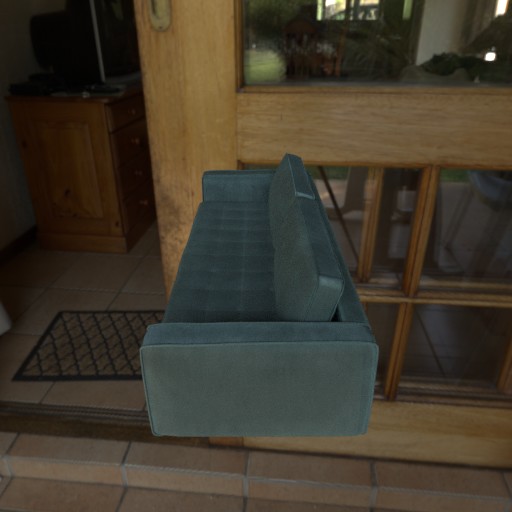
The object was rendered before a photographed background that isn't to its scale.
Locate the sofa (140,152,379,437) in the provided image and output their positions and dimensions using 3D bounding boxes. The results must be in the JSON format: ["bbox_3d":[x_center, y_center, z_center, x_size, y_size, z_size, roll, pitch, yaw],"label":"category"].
[{"bbox_3d":[0.000,0.000,2.612,0.886,0.781,2.214,0,27,0],"label":"sofa"}]
